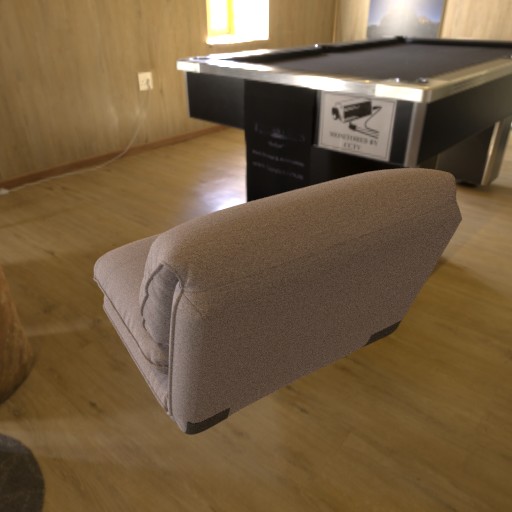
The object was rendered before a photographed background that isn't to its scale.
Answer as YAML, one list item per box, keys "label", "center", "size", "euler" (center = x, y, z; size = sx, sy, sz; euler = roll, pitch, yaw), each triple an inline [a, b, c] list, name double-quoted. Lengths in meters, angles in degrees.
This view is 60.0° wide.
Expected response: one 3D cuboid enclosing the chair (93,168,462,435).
- label: "chair"
  center: [0.000, 0.000, 1.318]
  size: [0.820, 0.580, 0.780]
  euler: [-18, 35, -28]
